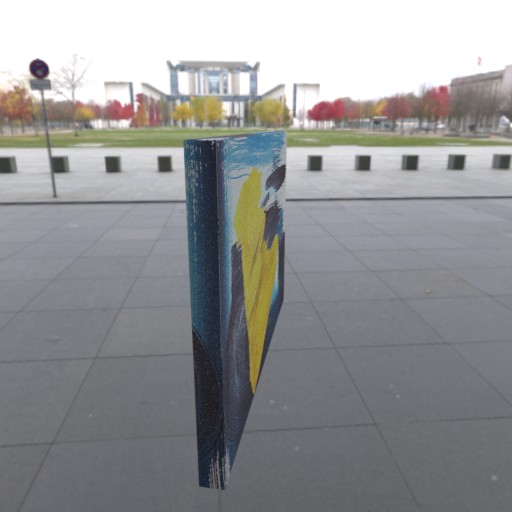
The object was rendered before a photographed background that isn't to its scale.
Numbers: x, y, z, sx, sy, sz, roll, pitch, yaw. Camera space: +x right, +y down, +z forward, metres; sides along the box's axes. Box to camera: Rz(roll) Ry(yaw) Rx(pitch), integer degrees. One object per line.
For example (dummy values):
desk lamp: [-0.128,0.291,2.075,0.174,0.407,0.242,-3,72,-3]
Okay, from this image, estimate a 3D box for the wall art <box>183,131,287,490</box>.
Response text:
wall art: [0.000,0.000,0.763,0.033,0.406,0.609,3,17,10]
